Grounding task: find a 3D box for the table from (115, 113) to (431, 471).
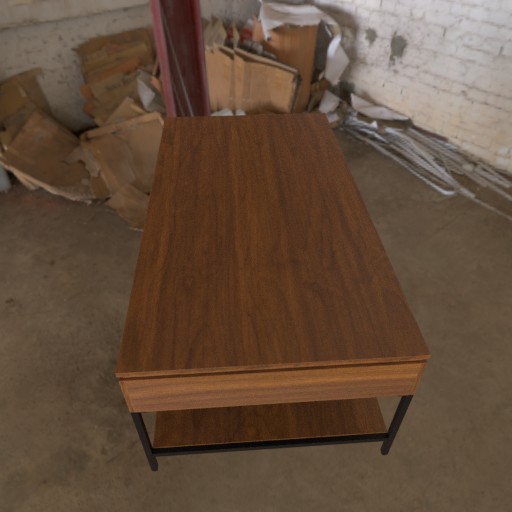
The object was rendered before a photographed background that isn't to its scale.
[{"bbox_3d":[0.000,0.000,1.332,0.574,0.414,1.057,-3,42,-3],"label":"table"}]
